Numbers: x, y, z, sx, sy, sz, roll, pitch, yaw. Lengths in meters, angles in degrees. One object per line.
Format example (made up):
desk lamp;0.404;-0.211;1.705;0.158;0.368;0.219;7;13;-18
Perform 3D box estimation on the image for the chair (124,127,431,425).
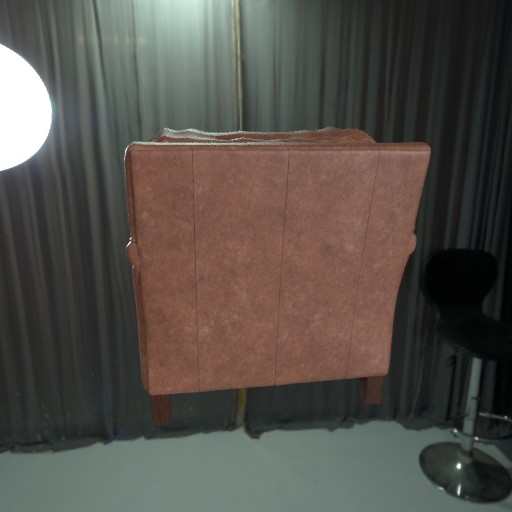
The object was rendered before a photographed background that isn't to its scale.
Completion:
chair;0.000;0.000;1.902;0.986;1.055;1.158;-2;14;-9
